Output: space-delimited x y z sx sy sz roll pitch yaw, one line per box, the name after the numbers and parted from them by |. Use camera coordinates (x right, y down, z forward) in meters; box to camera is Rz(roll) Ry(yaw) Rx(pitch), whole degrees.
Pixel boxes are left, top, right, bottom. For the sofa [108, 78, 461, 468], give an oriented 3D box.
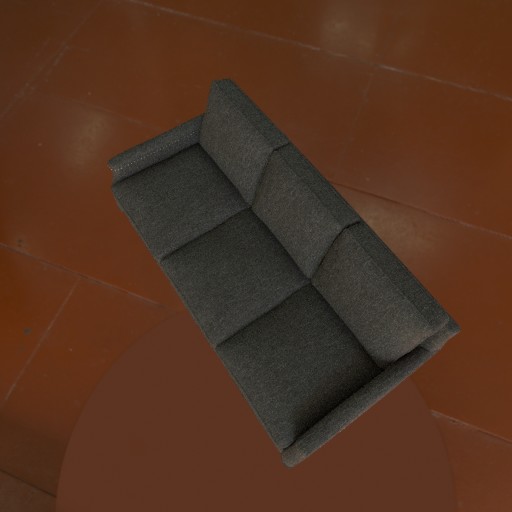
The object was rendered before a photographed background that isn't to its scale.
0.000 0.000 2.828 1.084 1.003 2.246 -31 67 -15 | sofa
